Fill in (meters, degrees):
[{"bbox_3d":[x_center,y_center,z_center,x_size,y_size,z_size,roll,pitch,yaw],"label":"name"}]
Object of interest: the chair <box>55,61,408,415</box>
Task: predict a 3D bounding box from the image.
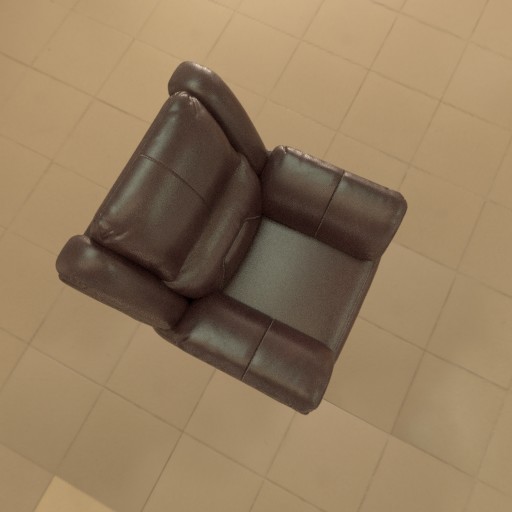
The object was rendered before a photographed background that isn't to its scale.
[{"bbox_3d":[0.000,0.000,1.887,1.041,1.093,0.990,26,78,6],"label":"chair"}]
